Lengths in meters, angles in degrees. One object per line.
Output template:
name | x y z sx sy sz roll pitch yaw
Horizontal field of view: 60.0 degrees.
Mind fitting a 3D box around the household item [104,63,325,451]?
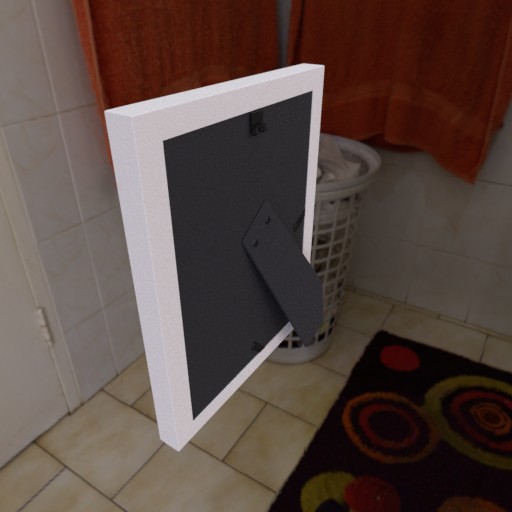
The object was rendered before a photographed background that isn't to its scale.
household item | 0.000 0.000 0.341 0.045 0.250 0.200 19 36 29
